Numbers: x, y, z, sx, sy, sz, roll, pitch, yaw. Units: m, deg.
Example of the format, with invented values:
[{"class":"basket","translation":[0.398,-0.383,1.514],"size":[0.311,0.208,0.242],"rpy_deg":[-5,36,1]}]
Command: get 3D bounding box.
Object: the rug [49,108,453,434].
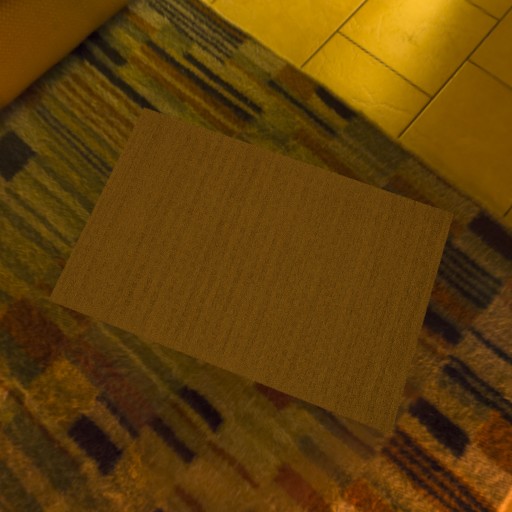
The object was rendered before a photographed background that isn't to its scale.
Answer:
[{"class":"rug","translation":[0.000,0.000,2.239],"size":[1.752,0.006,1.142],"rpy_deg":[20,77,5]}]
